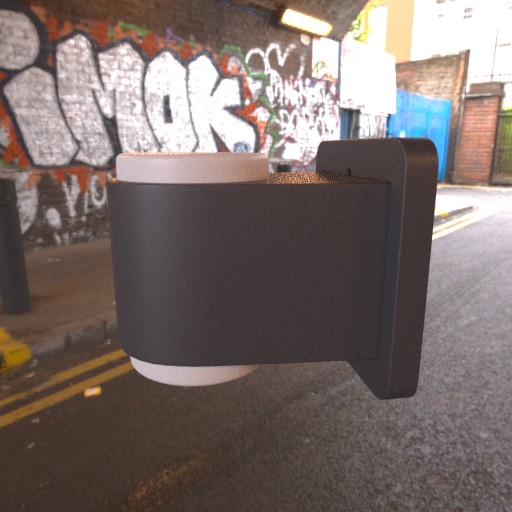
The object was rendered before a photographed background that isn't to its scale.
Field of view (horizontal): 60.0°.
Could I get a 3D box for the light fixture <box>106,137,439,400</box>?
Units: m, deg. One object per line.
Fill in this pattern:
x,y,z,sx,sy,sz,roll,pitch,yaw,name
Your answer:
0.000,0.000,0.213,0.132,0.109,0.109,-2,14,-9,light fixture
